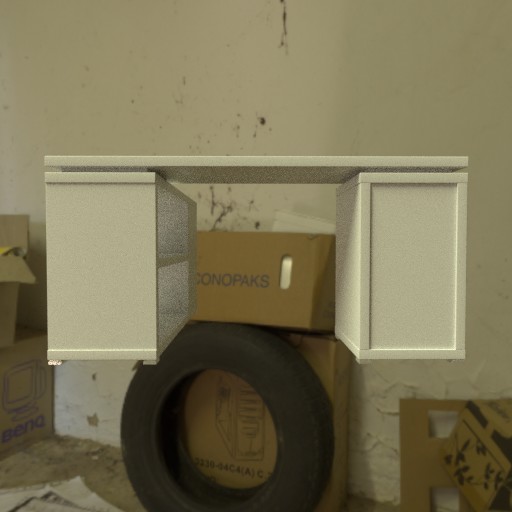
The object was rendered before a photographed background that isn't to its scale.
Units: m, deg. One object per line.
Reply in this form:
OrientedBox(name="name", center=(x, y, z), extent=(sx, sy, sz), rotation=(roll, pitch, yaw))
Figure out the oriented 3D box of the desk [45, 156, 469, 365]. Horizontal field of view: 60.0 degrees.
OrientedBox(name="desk", center=(0.000, 0.000, 2.203), extent=(1.524, 0.753, 1.200), rotation=(0, 2, -1))
